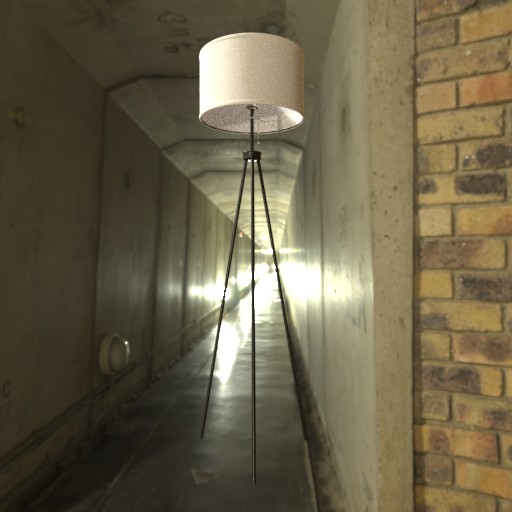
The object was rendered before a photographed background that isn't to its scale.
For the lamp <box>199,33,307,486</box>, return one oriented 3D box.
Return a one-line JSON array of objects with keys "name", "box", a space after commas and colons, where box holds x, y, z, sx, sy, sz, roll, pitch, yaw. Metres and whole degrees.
[{"name": "lamp", "box": [0.000, 0.000, 1.759, 0.458, 1.545, 0.448, -1, 1, -35]}]
